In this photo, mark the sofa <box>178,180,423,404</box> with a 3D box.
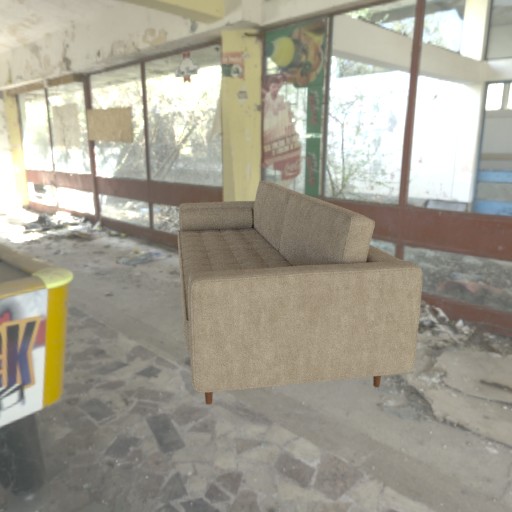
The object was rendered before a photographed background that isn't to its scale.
[{"bbox_3d":[0.000,0.000,2.695,0.919,0.770,2.200,-3,14,-10],"label":"sofa"}]
